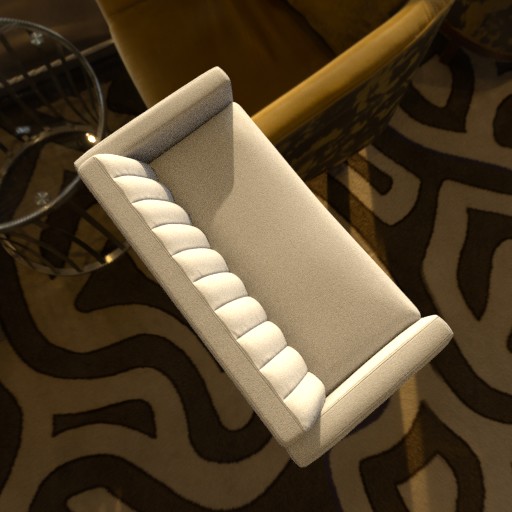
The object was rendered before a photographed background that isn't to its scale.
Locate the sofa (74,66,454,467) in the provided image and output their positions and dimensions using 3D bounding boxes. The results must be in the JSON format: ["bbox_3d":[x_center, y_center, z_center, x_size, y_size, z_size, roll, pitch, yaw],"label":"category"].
[{"bbox_3d":[0.000,0.000,2.422,0.969,0.814,1.895,-37,79,-8],"label":"sofa"}]
